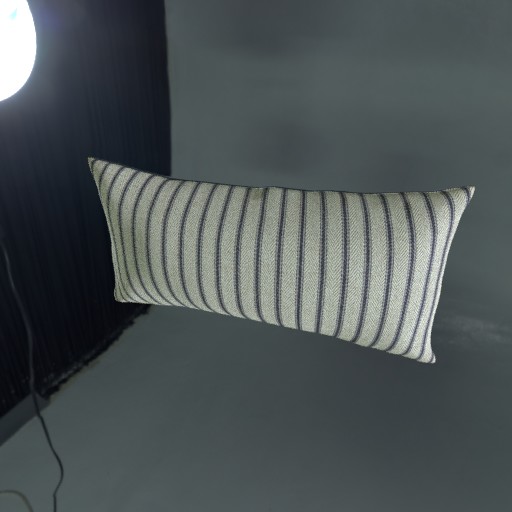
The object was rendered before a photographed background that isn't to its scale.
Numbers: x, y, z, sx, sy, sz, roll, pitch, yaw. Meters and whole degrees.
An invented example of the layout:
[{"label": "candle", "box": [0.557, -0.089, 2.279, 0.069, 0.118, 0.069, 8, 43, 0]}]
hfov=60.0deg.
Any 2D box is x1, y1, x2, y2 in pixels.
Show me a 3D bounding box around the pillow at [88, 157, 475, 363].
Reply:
[{"label": "pillow", "box": [0.000, 0.000, 0.737, 0.609, 0.305, 0.151, 9, 28, 17]}]
